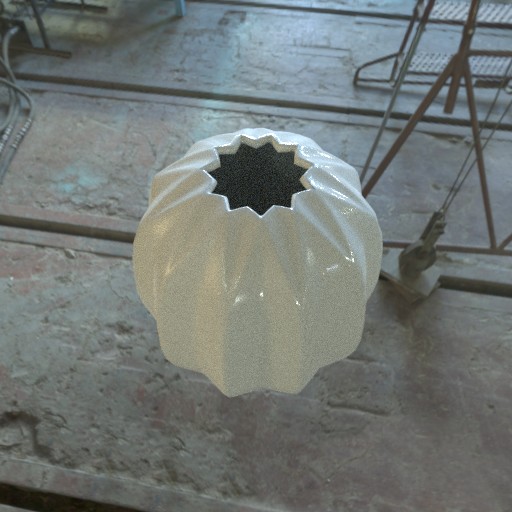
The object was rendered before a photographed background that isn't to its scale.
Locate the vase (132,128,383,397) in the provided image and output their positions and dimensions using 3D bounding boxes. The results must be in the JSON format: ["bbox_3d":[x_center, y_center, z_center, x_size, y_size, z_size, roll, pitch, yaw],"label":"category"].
[{"bbox_3d":[0.000,0.000,0.250,0.139,0.134,0.139,0,57,0],"label":"vase"}]
